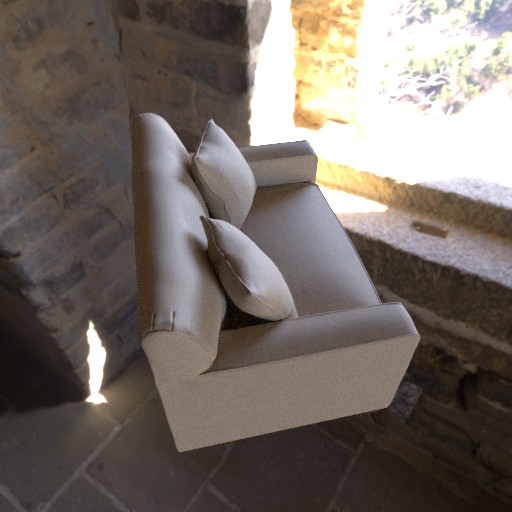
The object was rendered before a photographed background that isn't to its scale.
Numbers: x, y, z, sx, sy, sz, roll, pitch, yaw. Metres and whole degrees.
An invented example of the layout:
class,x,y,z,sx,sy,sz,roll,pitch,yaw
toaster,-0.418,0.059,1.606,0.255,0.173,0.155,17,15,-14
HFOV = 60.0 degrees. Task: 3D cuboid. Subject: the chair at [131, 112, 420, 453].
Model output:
class,x,y,z,sx,sy,sz,roll,pitch,yaw
chair,0.000,0.000,2.106,1.000,0.948,1.383,-9,46,-9
